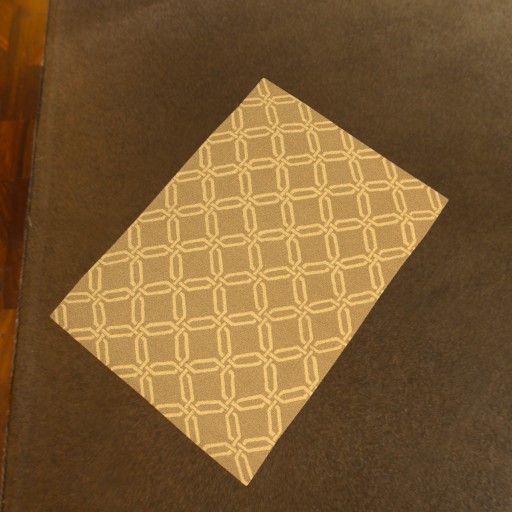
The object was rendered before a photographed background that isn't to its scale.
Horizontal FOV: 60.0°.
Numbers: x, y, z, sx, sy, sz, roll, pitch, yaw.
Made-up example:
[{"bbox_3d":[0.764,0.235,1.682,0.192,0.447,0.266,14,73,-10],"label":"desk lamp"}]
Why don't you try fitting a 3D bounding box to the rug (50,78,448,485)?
[{"bbox_3d":[0.000,0.000,2.765,1.524,0.013,2.135,37,78,9],"label":"rug"}]
